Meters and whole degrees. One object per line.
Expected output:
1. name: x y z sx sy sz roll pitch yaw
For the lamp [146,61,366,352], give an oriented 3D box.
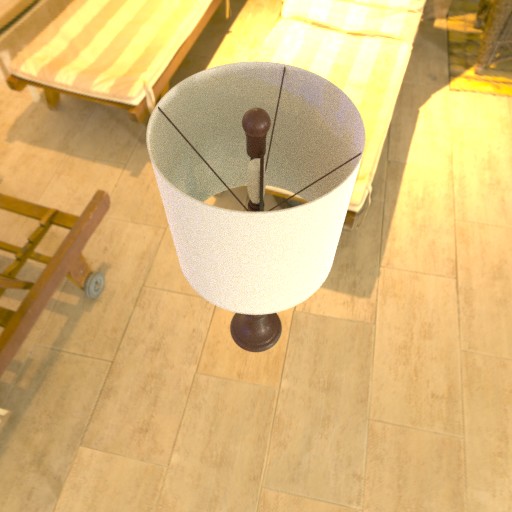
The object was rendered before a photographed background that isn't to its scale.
1. lamp: 0.000 0.000 0.742 0.250 0.597 0.250 15 59 9
